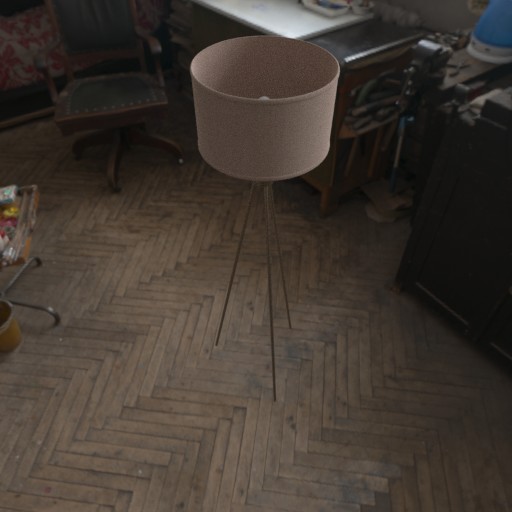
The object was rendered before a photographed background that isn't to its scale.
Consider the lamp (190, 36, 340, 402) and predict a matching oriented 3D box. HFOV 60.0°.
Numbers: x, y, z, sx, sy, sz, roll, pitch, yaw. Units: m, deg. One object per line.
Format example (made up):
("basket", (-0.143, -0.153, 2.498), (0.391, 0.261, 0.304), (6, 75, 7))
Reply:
("lamp", (0.000, 0.000, 1.780), (0.460, 1.545, 0.449), (10, 47, 9))
